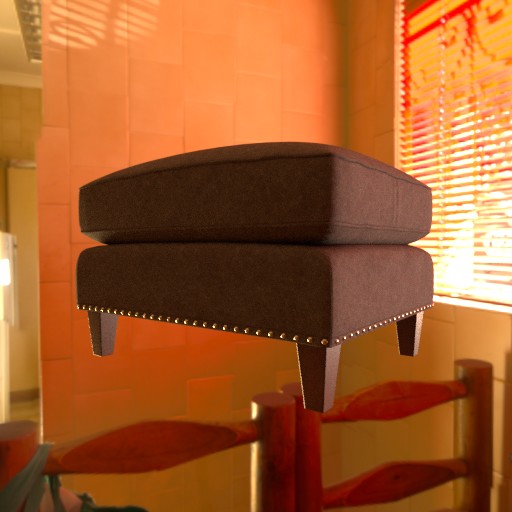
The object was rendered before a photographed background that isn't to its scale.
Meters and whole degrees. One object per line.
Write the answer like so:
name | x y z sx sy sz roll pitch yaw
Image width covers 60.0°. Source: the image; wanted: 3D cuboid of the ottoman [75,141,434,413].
ottoman | 0.000 0.000 1.147 0.741 0.513 0.584 1 2 37
